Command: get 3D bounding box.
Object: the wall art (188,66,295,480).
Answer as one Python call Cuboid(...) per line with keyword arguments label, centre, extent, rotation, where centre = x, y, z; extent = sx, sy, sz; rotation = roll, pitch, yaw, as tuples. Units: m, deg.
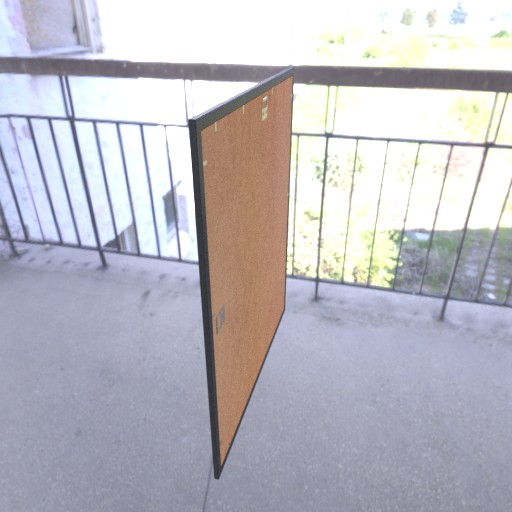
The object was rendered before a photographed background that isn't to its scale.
Cuboid(label="wall art", centre=(0.000, 0.000, 0.907), extent=(0.018, 0.660, 0.559), rotation=(8, 30, 14))
